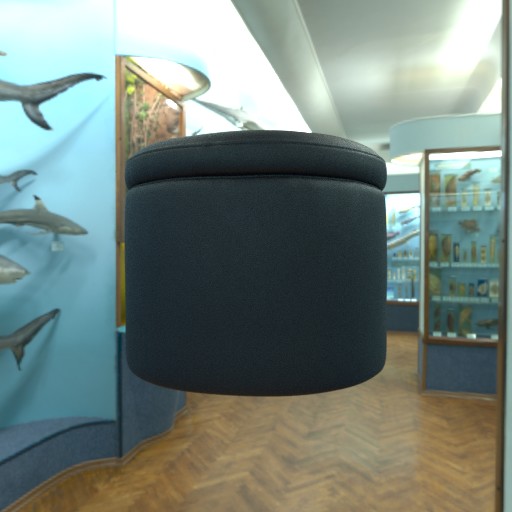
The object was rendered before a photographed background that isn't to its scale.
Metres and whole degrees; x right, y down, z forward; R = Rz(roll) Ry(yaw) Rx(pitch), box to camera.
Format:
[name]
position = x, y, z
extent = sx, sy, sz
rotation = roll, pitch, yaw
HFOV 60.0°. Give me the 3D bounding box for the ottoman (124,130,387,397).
[ottoman]
position = 0.000, 0.000, 0.883
extent = 0.501, 0.409, 0.501
rotation = 0, 1, 0
